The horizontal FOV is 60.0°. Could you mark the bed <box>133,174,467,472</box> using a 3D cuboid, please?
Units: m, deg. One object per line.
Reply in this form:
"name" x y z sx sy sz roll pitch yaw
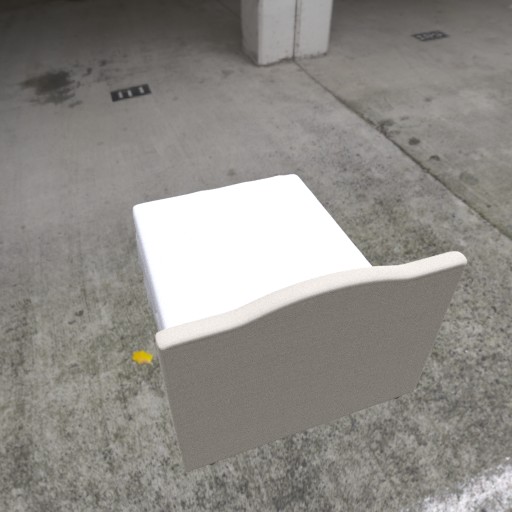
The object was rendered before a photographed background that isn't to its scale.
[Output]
"bed" 0.000 0.000 3.345 1.741 1.449 2.196 -14 43 -15
